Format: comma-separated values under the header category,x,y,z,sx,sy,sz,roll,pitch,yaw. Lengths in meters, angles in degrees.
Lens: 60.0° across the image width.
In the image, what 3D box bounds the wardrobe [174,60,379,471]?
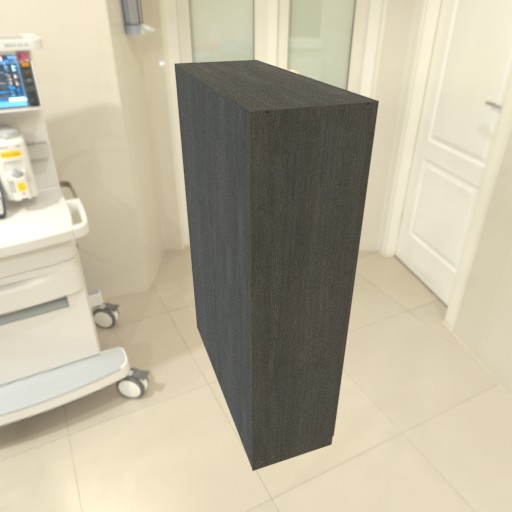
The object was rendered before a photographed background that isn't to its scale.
category,x,y,z,sx,sy,sz,roll,pitch,yaw
wardrobe,0.000,0.000,2.536,0.510,1.910,1.290,-10,32,-17
